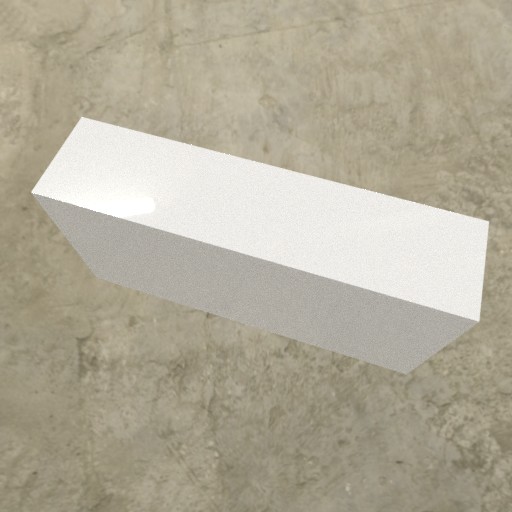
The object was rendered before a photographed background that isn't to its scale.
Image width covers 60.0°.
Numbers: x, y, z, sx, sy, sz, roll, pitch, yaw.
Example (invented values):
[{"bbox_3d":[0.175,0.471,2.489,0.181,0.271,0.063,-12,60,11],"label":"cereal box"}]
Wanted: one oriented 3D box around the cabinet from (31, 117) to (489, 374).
[{"bbox_3d":[0.000,0.000,1.994,1.650,0.800,0.400,16,64,8],"label":"cabinet"}]
